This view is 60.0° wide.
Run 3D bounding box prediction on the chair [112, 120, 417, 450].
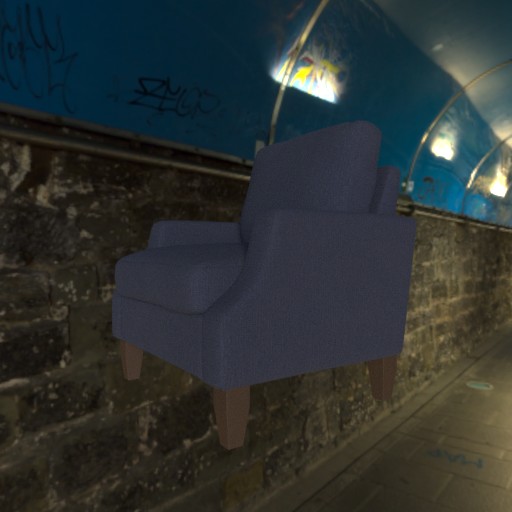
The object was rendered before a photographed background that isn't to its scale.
[{"bbox_3d":[0.000,0.000,1.682,0.897,0.991,0.855,-1,1,-36],"label":"chair"}]
